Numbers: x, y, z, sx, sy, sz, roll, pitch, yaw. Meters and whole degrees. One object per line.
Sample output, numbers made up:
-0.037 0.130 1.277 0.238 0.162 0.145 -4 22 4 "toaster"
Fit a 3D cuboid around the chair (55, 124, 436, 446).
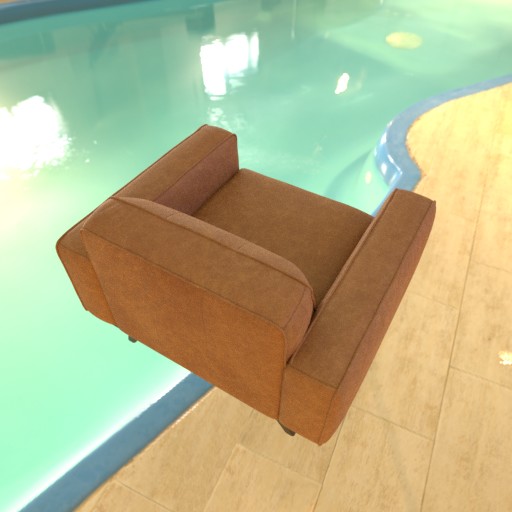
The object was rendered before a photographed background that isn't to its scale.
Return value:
0.000 0.000 1.745 1.118 0.782 0.952 24 52 21 "chair"
